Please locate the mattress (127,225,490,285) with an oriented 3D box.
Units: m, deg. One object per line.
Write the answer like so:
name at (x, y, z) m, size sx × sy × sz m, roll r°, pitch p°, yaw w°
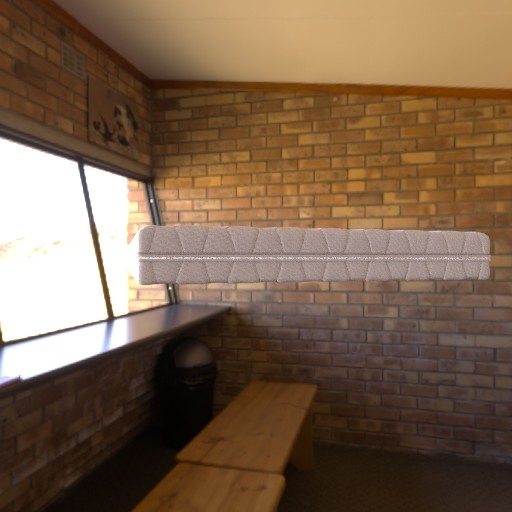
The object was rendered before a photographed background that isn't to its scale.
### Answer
mattress at (0.000, 0.000, 2.556) m, size 1.400 × 0.200 × 2.000 m, roll 0°, pitch 0°, yaw -17°
